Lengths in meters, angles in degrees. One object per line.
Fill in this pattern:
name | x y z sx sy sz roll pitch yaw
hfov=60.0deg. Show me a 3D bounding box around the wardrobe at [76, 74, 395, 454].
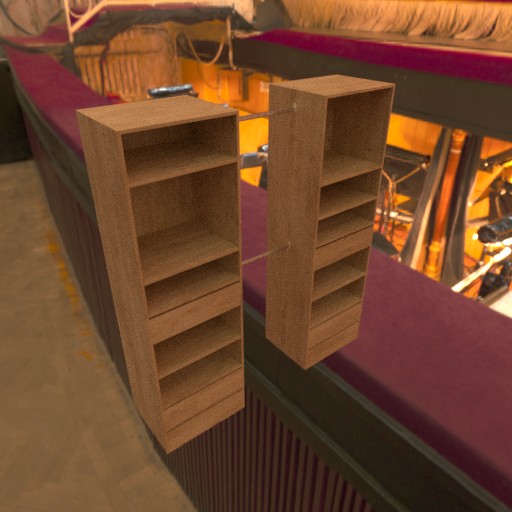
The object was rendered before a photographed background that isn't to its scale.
wardrobe | 0.000 0.000 2.887 1.770 2.000 0.480 -21 37 -32
